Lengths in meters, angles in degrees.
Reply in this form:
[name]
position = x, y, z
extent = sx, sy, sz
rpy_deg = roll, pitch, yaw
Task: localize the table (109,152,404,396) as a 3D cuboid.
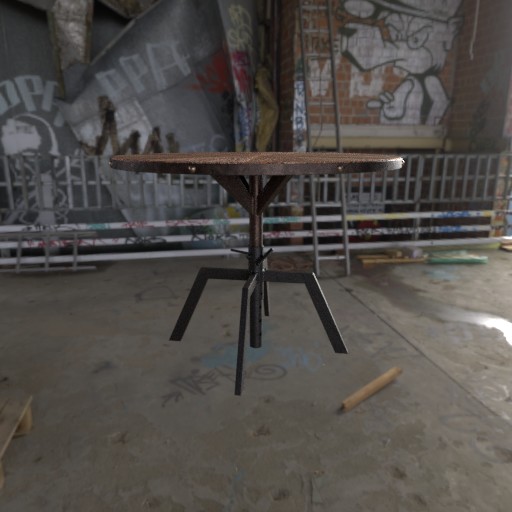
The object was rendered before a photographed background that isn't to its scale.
[table]
position = 0.000, 0.000, 1.488
extent = 0.885, 0.658, 0.885
rpy_deg = 0, 15, 0
